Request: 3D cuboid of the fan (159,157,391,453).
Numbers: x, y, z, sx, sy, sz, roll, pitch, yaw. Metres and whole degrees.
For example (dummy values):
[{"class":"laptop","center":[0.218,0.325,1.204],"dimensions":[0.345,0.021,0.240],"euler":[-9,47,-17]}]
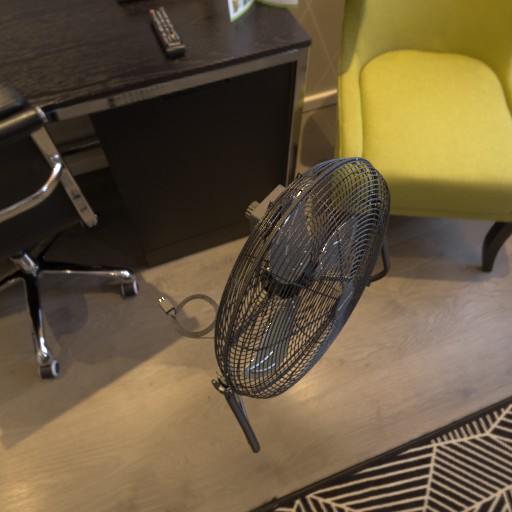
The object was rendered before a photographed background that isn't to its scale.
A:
[{"class":"fan","center":[0.000,0.000,0.985],"dimensions":[0.470,0.605,0.595],"euler":[34,64,19]}]
